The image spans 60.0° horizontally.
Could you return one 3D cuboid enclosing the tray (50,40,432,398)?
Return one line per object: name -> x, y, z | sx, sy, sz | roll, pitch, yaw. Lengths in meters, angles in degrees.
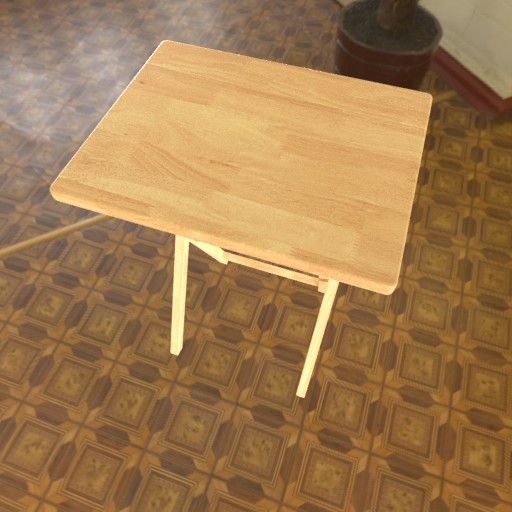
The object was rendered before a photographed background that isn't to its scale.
tray -> 0.000, 0.000, 0.944 | 0.483, 0.660, 0.381 | 16, 59, 10
